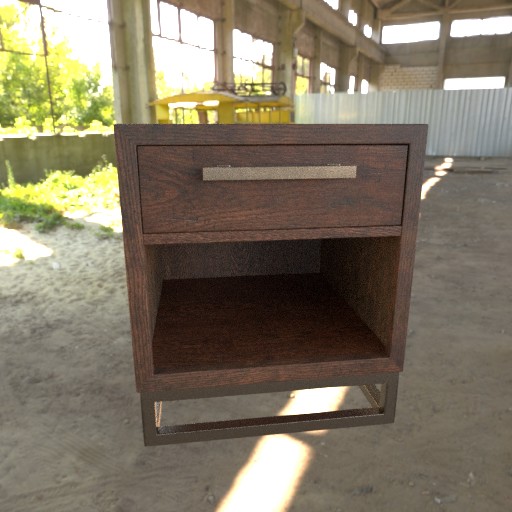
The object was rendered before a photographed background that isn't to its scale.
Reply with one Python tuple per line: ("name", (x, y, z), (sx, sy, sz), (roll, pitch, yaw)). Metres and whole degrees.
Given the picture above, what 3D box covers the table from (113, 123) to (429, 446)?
("table", (0.000, 0.000, 1.024), (0.506, 0.582, 0.566), (-2, 16, -8))
